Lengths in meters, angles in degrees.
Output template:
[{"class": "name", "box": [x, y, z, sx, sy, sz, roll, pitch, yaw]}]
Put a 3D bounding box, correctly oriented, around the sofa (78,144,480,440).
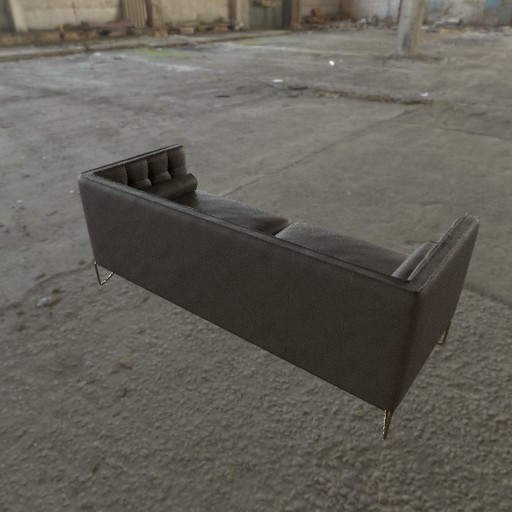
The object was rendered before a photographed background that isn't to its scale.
[{"class": "sofa", "box": [0.000, 0.000, 2.553, 2.087, 0.789, 0.867, 21, 36, 32]}]
